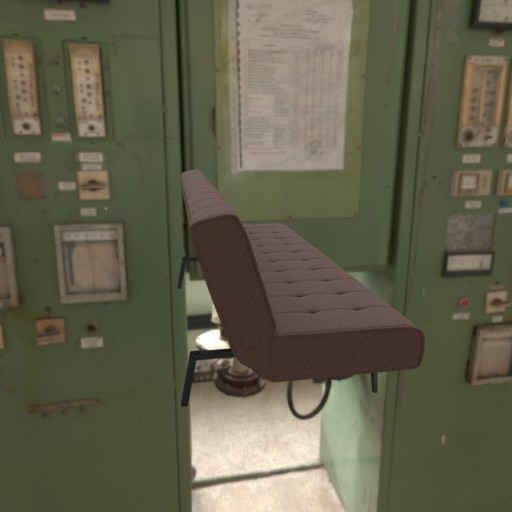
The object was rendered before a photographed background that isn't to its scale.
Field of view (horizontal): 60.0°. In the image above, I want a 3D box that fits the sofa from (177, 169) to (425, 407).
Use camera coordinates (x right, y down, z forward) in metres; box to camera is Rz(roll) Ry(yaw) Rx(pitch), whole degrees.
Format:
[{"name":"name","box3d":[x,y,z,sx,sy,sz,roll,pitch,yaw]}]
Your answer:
[{"name":"sofa","box3d":[0.000,0.000,2.081,0.747,0.699,1.703,-3,15,-10]}]
